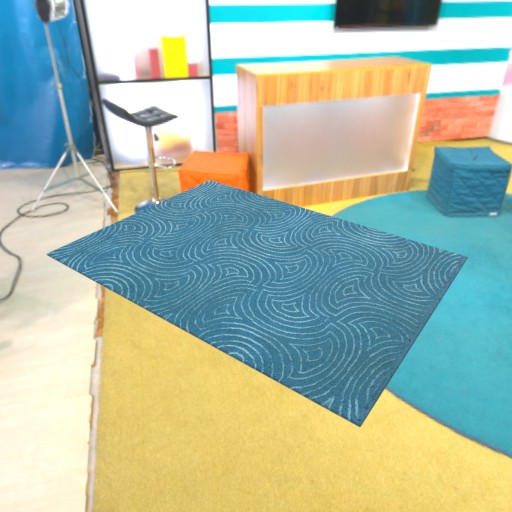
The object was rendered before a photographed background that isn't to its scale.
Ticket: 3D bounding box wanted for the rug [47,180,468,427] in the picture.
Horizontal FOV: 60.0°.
[{"bbox_3d":[0.000,0.000,2.777,2.144,0.015,1.543,21,37,31],"label":"rug"}]
